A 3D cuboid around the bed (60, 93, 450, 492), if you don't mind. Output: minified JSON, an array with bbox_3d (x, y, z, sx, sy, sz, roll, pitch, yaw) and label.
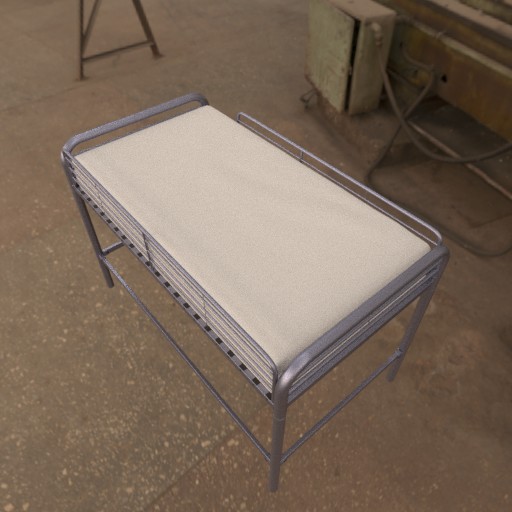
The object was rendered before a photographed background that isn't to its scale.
[{"bbox_3d":[0.000,0.000,2.813,1.415,1.288,1.965,-31,54,-26],"label":"bed"}]
